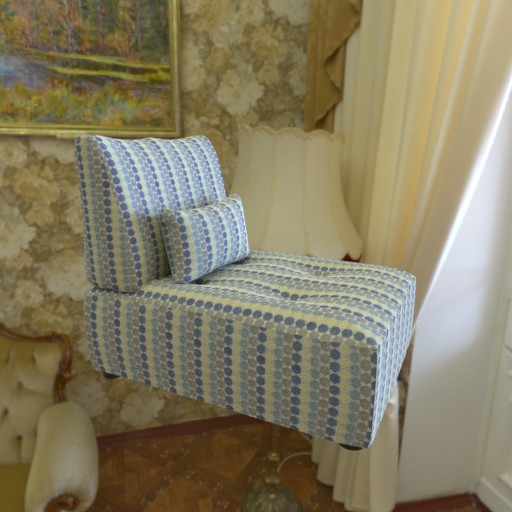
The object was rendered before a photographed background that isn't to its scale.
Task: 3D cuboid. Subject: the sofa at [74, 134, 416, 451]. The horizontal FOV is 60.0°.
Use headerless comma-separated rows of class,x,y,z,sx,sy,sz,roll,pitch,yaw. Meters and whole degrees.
sofa,0.000,0.000,1.546,1.000,0.820,0.700,7,17,26
